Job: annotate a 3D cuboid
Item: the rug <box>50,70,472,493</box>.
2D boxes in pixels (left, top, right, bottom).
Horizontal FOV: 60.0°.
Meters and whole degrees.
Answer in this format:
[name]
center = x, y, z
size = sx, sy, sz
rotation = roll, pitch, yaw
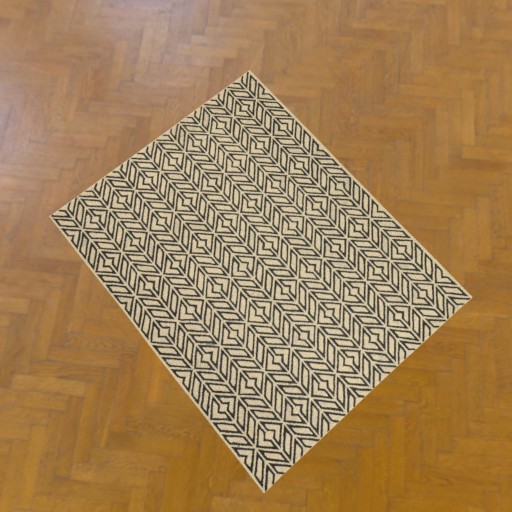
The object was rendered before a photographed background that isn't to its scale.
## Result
[rug]
center = 0.000, 0.000, 3.998
size = 2.421, 0.008, 3.045
rotation = -39, 79, -9
